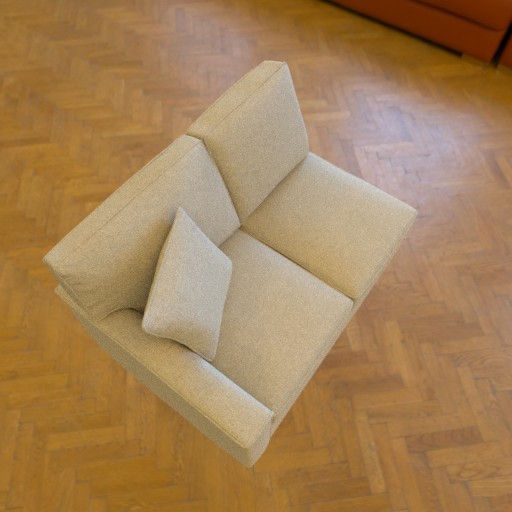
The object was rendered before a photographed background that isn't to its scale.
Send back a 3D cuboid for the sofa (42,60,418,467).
[{"bbox_3d":[0.000,0.000,2.009,0.991,0.989,1.388,32,63,18],"label":"sofa"}]
